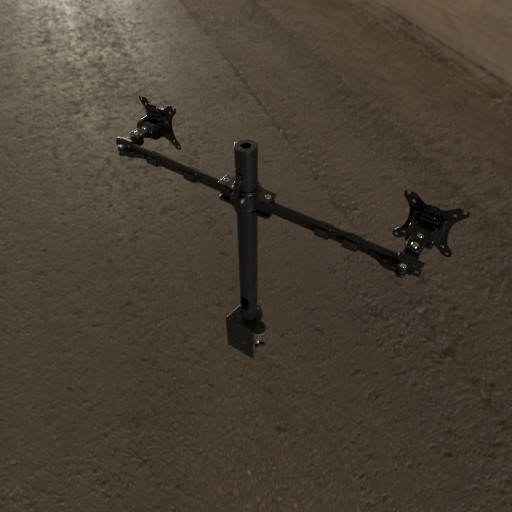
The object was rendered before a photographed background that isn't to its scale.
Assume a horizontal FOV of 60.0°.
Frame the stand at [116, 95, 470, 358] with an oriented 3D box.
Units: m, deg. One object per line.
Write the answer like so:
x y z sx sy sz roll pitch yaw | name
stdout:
0.000 0.000 1.003 0.743 0.603 0.150 26 51 23 | stand
